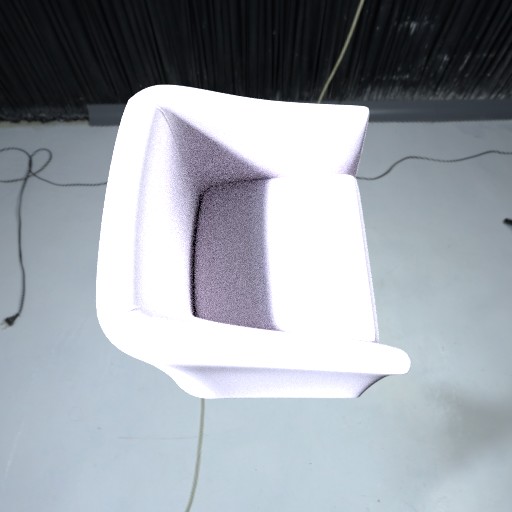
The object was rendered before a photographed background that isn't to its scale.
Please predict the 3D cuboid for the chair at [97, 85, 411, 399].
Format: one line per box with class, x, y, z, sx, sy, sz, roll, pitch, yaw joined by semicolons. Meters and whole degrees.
chair;0.000;0.000;1.344;0.700;0.720;0.790;-1;64;0
